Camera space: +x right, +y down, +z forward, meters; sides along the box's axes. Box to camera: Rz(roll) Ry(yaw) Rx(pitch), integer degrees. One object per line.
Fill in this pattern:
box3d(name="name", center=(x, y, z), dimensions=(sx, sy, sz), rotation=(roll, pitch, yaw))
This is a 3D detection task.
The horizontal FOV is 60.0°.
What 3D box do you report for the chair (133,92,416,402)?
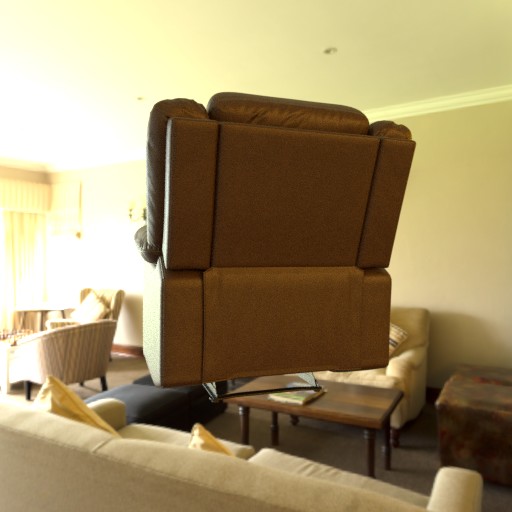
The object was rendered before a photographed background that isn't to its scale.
box3d(name="chair", center=(0.000, 0.000, 1.727), dimensions=(0.899, 1.009, 0.934), rotation=(0, 0, -18))
